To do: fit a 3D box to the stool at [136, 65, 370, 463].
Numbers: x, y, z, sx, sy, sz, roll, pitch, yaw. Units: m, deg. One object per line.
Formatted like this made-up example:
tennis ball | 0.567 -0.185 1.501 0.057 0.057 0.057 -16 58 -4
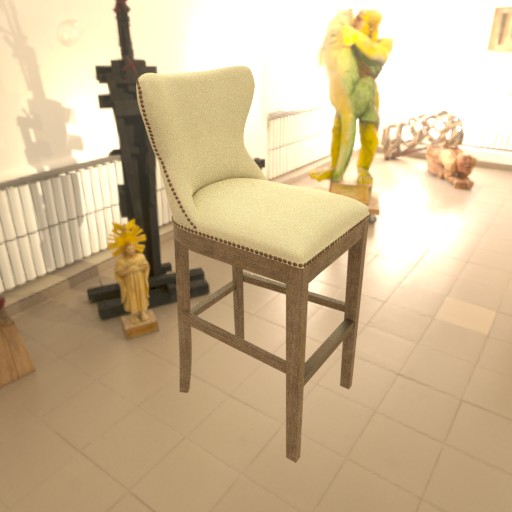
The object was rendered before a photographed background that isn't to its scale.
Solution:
stool | 0.000 0.000 1.460 0.606 1.123 0.494 17 31 31
